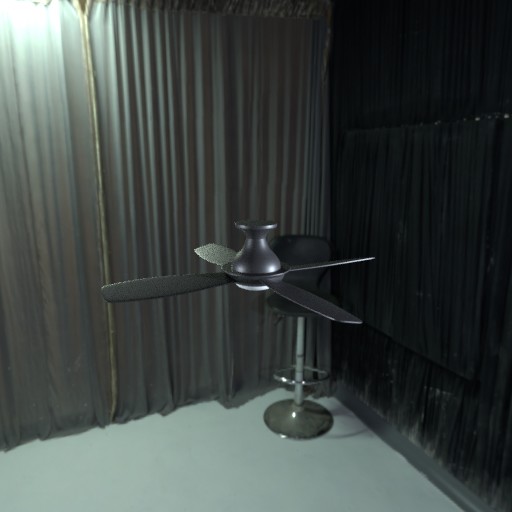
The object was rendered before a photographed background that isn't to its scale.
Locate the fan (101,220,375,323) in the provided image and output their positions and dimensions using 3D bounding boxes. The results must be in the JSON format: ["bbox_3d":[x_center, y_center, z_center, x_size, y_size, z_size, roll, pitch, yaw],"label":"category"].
[{"bbox_3d":[0.000,0.000,2.526,1.694,0.382,1.694,-7,15,-27],"label":"fan"}]
